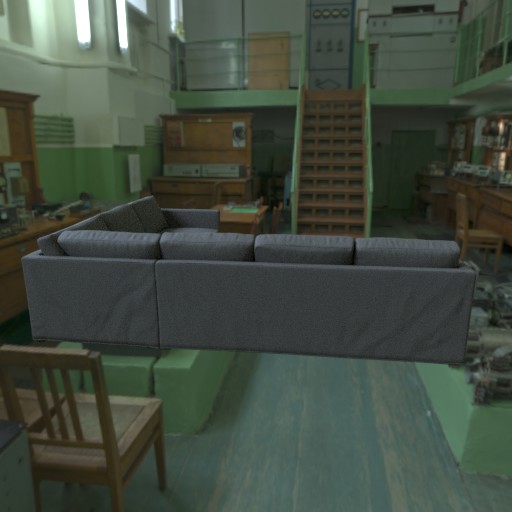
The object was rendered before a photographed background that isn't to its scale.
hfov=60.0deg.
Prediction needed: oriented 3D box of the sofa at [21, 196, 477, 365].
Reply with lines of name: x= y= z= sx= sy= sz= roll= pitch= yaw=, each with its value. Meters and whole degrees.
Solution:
sofa: x=0.000 y=0.000 z=4.258 sx=3.182 sy=0.871 sz=2.432 roll=2 pitch=15 yaw=7
